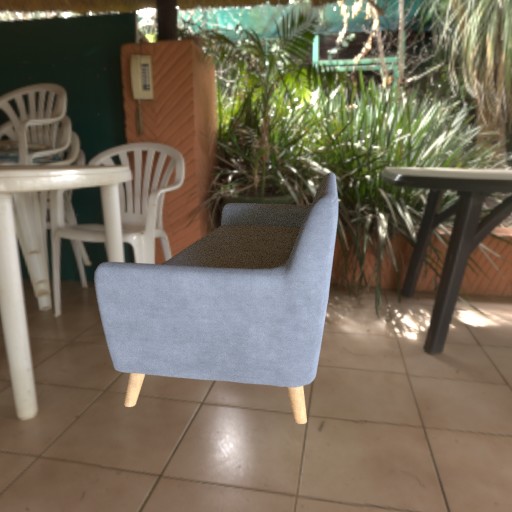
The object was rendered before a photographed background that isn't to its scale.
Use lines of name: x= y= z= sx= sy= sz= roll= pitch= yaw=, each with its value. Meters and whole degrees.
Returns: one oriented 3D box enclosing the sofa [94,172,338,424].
sofa: x=0.000 y=0.000 z=2.400 sx=0.830 sy=0.830 sz=1.970 roll=2 pitch=13 yaw=9
